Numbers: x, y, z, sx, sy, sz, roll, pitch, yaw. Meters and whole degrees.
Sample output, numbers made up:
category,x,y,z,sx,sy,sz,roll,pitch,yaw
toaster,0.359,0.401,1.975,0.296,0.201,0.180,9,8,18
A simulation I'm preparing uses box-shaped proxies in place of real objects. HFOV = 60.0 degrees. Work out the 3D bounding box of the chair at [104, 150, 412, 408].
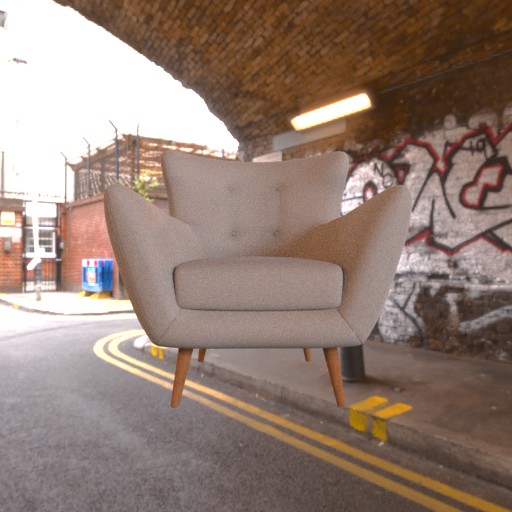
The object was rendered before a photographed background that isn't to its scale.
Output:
category,x,y,z,sx,sy,sz,roll,pitch,yaw
chair,0.000,0.000,1.643,0.890,0.889,0.889,0,-1,-1
